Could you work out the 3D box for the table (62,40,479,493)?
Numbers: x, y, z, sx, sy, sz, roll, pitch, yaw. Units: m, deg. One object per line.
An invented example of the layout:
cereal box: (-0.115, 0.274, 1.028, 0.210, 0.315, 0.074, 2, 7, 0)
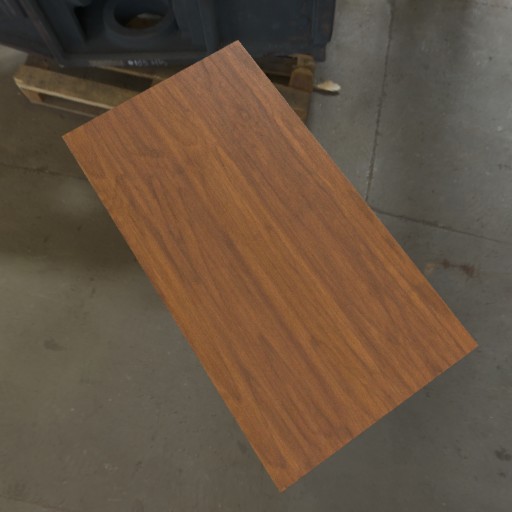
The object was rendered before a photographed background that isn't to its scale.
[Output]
table: (0.000, 0.000, 1.334, 0.574, 0.414, 1.057, -33, 77, -9)
